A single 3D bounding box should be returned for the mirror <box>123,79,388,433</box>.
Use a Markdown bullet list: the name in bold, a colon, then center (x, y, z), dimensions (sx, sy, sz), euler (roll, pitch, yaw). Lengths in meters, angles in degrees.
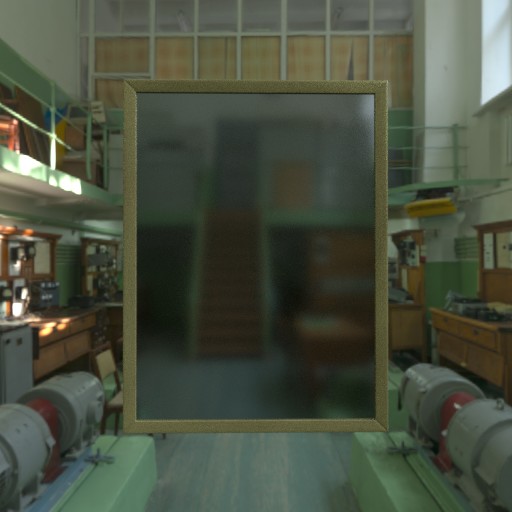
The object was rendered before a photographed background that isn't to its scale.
- **mirror**: center (0.000, 0.000, 1.295), dimensions (0.762, 1.016, 0.040), euler (0, 0, -1)
